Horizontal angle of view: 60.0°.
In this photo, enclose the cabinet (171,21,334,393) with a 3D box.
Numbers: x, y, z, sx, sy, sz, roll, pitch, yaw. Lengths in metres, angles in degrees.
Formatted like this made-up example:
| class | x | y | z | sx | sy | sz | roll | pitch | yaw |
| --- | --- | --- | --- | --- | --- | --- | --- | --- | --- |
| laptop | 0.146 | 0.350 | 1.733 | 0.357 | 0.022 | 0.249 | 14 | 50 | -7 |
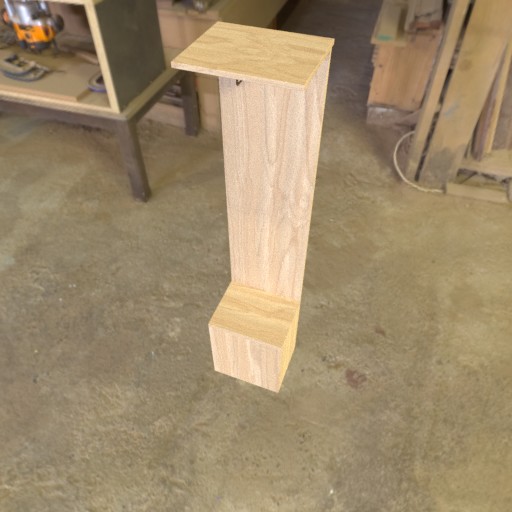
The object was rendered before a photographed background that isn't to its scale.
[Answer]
| class | x | y | z | sx | sy | sz | roll | pitch | yaw |
| --- | --- | --- | --- | --- | --- | --- | --- | --- | --- |
| cabinet | 0.000 | 0.000 | 2.057 | 0.411 | 1.879 | 0.338 | 16 | 49 | 14 |
